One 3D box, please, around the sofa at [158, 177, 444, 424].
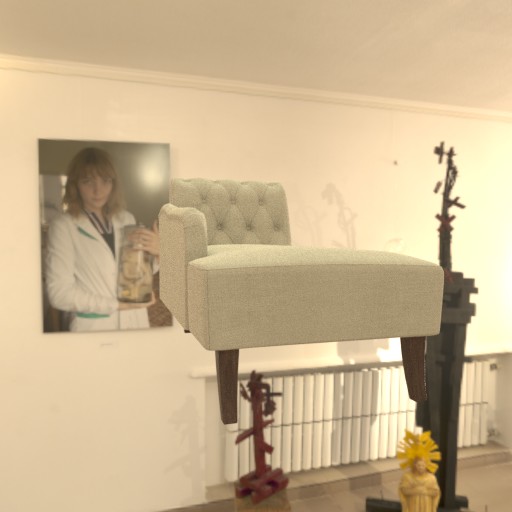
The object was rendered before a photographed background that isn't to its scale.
[{"bbox_3d":[0.000,0.000,1.768,0.675,0.787,1.379,0,1,-17],"label":"sofa"}]
